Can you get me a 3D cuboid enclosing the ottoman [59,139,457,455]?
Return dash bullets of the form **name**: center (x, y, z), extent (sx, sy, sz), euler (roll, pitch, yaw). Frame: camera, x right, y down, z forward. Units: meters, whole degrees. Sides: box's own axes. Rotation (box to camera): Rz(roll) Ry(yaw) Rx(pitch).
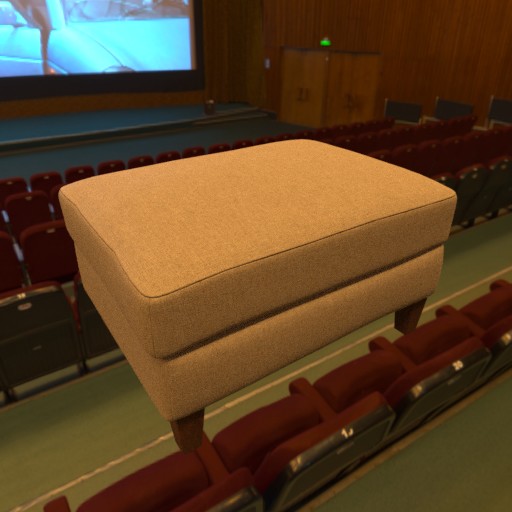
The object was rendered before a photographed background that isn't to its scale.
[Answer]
- **ottoman**: center (0.000, 0.000, 1.288), extent (0.898, 0.519, 0.677), euler (-18, 34, -29)
